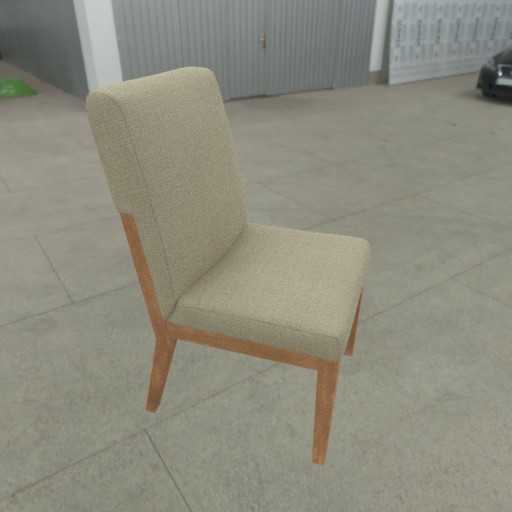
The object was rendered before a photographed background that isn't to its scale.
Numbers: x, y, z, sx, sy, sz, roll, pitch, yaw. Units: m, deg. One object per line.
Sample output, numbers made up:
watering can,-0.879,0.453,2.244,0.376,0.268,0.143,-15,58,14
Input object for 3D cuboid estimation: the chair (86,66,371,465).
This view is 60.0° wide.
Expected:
chair,0.000,0.000,1.220,0.586,0.911,0.507,10,31,17
